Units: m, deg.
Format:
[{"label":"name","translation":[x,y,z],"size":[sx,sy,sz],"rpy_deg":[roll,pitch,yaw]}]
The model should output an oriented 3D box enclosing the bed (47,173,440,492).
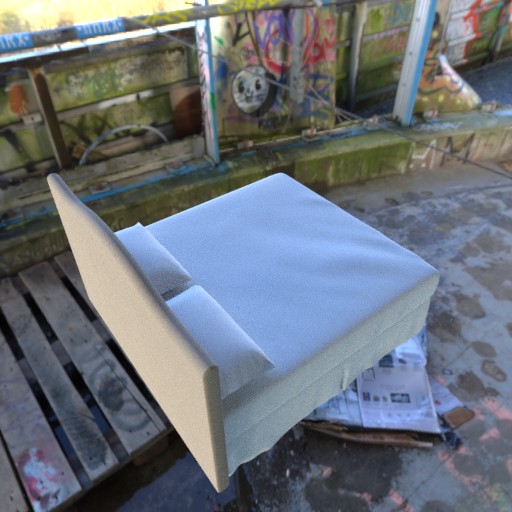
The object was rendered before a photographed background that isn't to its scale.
[{"label":"bed","translation":[0.000,0.000,3.415],"size":[2.182,1.421,2.083],"rpy_deg":[-27,47,-27]}]
